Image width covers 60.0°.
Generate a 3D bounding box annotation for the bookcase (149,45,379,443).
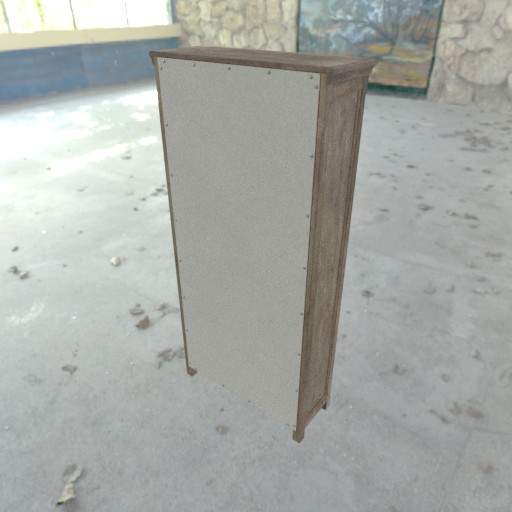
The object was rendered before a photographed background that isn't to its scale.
[{"bbox_3d":[0.000,0.000,2.258,0.906,1.880,0.348,21,36,32],"label":"bookcase"}]
